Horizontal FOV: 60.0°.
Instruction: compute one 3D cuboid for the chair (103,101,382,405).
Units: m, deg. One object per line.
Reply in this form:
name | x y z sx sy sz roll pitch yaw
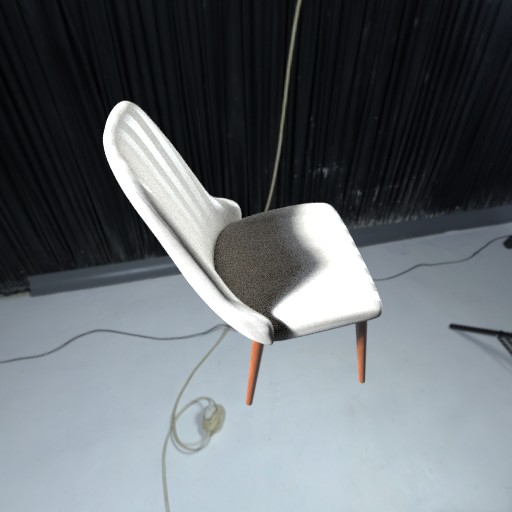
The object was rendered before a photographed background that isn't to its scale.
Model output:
chair | 0.000 0.000 1.343 0.684 0.917 0.526 -8 47 -8
